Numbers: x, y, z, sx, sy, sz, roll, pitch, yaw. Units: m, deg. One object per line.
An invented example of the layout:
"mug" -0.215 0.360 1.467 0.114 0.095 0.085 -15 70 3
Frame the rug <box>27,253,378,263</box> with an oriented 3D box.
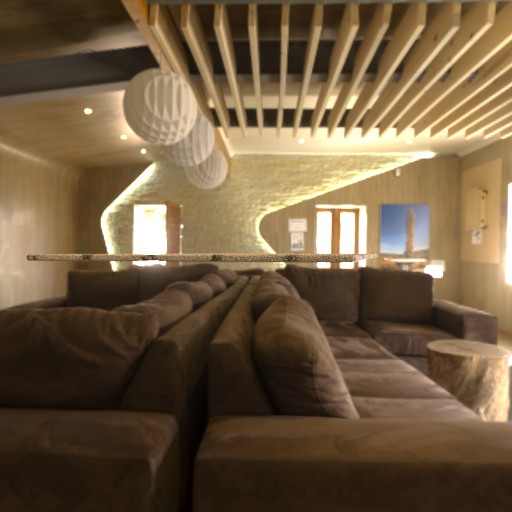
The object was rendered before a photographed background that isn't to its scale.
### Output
"rug" 0.000 0.000 3.025 1.524 0.030 2.438 0 0 17
